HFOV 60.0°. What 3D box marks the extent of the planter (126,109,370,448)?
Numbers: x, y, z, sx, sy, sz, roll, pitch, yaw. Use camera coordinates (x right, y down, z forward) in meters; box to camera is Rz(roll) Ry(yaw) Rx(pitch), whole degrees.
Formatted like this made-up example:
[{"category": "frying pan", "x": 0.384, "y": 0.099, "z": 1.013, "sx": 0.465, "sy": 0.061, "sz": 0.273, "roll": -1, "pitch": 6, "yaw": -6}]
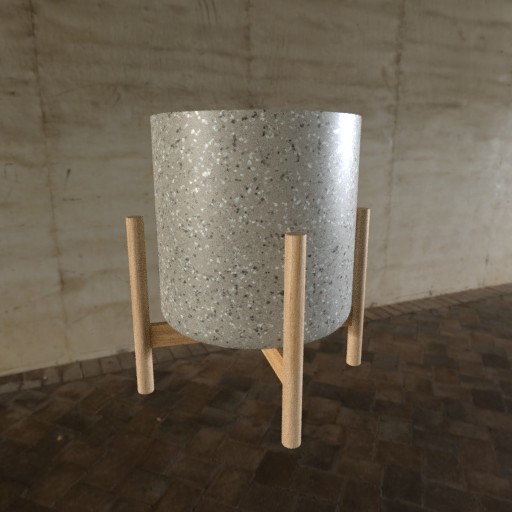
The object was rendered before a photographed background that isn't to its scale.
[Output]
[{"category": "planter", "x": 0.000, "y": 0.000, "z": 0.703, "sx": 0.360, "sy": 0.419, "sz": 0.360, "roll": 2, "pitch": 14, "yaw": 8}]
